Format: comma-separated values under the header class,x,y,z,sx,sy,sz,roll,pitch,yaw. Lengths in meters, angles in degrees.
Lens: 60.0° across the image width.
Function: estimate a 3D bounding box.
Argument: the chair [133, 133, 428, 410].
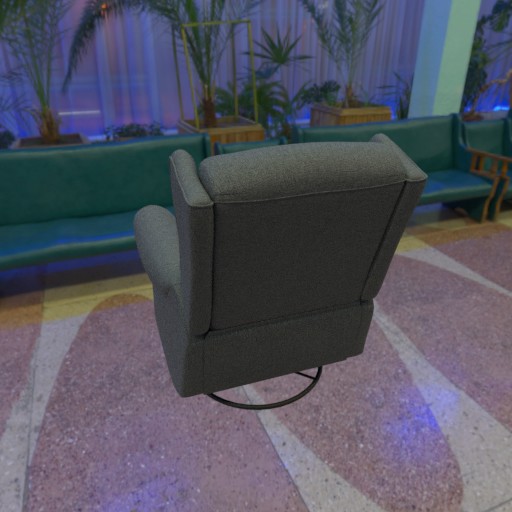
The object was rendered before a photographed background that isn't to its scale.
class,x,y,z,sx,sy,sz,roll,pitch,yaw
chair,0.000,0.000,1.697,0.847,1.011,0.969,-9,28,-17
